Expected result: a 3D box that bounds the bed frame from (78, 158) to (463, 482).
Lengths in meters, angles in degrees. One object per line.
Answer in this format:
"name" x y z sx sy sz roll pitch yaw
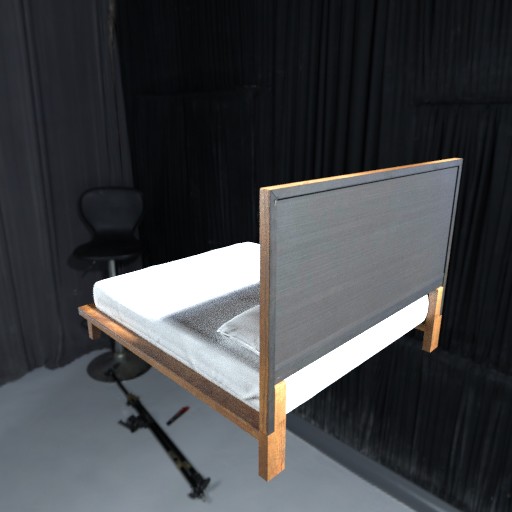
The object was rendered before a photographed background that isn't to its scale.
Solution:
"bed frame" 0.000 0.000 3.537 2.038 1.537 2.235 -17 24 -42
